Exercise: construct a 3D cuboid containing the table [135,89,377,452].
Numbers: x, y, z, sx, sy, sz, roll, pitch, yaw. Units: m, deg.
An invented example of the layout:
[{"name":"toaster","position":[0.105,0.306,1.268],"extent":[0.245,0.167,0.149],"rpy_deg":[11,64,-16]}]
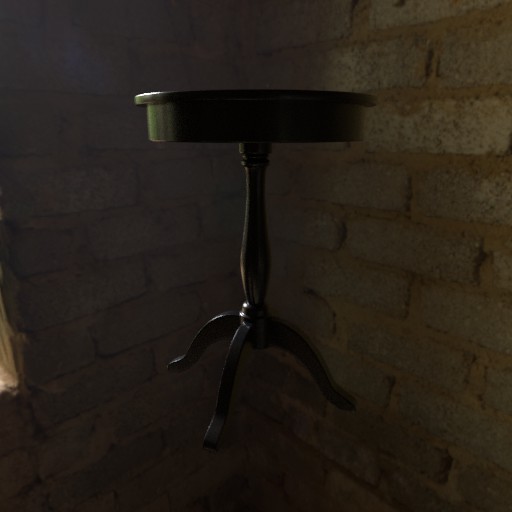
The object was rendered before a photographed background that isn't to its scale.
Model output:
[{"name":"table","position":[0.000,0.000,0.991],"extent":[0.481,0.665,0.481],"rpy_deg":[0,16,0]}]
